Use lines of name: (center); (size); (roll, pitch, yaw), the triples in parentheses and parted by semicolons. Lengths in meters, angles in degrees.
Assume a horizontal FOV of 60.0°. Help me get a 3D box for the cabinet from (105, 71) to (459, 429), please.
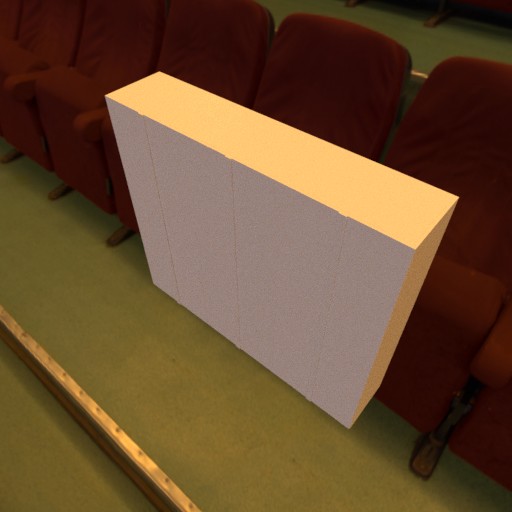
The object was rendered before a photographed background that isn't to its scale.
cabinet: (0.000, 0.000, 3.969); (2.700, 2.370, 0.590); (31, 54, 26)
